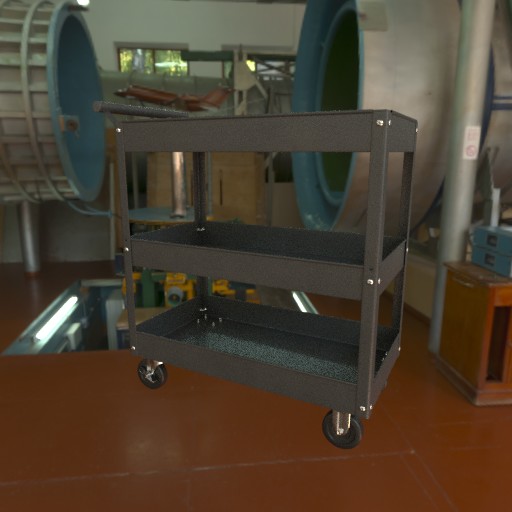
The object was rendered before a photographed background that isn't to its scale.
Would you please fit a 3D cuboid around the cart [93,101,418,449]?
[{"bbox_3d":[0.000,0.000,1.173,0.719,0.780,0.366,7,15,27],"label":"cart"}]
